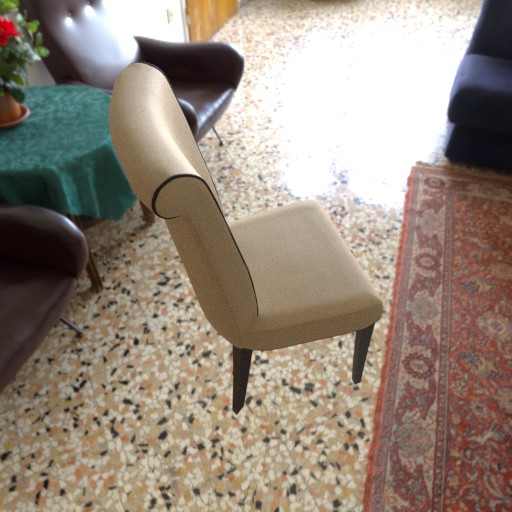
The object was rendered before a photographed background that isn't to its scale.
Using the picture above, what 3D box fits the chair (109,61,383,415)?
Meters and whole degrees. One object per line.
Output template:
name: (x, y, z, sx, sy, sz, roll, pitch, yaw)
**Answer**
chair: (0.000, 0.000, 1.299, 0.623, 0.997, 0.522, -12, 47, -12)
